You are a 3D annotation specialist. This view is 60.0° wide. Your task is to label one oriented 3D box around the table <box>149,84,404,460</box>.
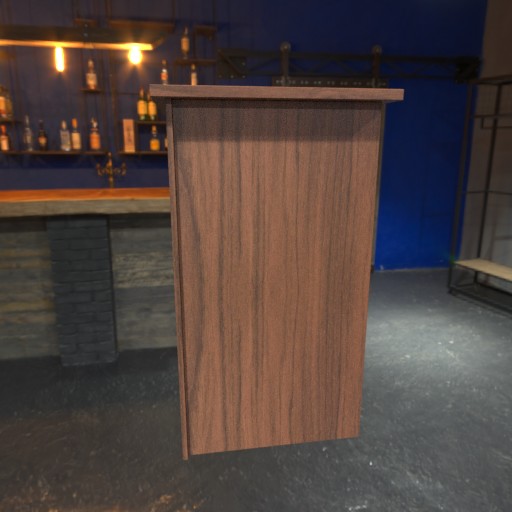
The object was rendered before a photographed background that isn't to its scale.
[{"bbox_3d":[0.000,0.000,0.958,0.381,0.636,0.480,-2,15,-9],"label":"table"}]
